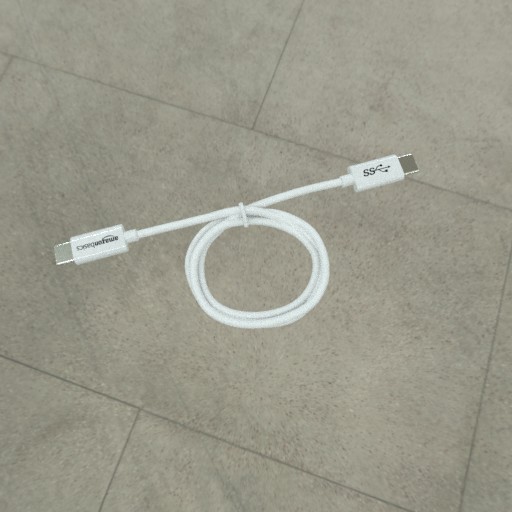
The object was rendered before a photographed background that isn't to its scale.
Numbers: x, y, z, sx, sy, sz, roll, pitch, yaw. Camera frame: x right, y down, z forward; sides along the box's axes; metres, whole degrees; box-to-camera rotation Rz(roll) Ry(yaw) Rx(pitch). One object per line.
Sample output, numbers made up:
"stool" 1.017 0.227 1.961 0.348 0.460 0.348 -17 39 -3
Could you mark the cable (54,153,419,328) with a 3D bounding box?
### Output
"cable" 0.000 0.000 0.212 0.186 0.014 0.070 -15 74 -4
